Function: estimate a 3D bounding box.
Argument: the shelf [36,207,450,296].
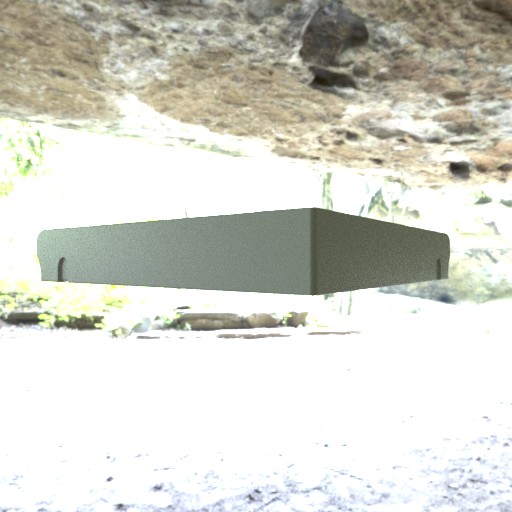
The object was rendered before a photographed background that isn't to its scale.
[{"bbox_3d":[0.000,0.000,0.462,0.310,0.050,0.310,-1,-1,36],"label":"shelf"}]
